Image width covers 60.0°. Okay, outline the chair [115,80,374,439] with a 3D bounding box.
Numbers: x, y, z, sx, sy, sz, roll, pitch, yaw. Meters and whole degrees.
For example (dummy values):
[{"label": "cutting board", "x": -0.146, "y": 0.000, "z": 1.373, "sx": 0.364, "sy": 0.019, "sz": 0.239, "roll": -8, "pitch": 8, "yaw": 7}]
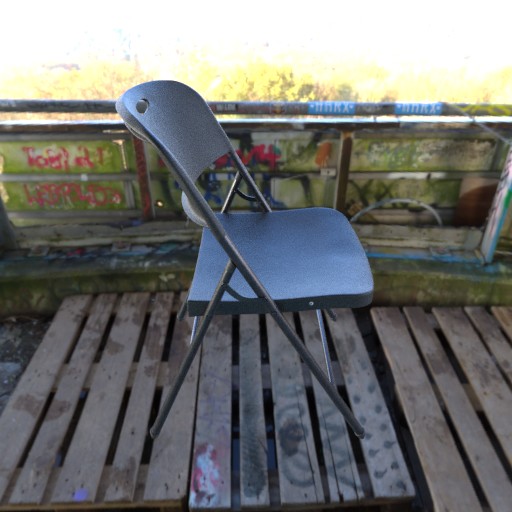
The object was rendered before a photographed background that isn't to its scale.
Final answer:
[{"label": "chair", "x": 0.000, "y": 0.000, "z": 1.136, "sx": 0.567, "sy": 0.810, "sz": 0.494, "roll": 0, "pitch": 32, "yaw": 0}]
